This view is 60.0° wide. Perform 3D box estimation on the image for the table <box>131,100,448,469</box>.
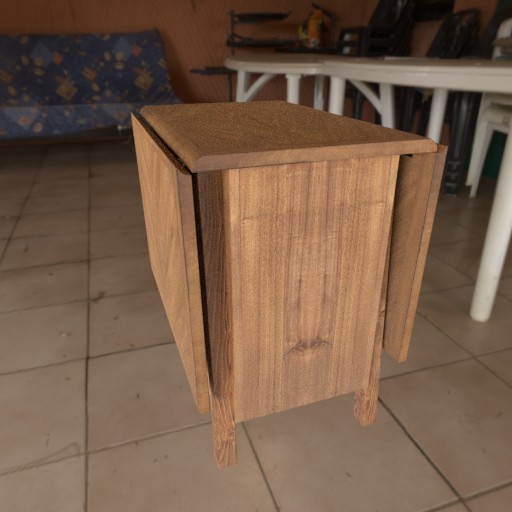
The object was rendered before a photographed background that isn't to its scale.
[{"bbox_3d":[0.000,0.000,1.641,0.701,0.981,0.967,-9,26,-18],"label":"table"}]
